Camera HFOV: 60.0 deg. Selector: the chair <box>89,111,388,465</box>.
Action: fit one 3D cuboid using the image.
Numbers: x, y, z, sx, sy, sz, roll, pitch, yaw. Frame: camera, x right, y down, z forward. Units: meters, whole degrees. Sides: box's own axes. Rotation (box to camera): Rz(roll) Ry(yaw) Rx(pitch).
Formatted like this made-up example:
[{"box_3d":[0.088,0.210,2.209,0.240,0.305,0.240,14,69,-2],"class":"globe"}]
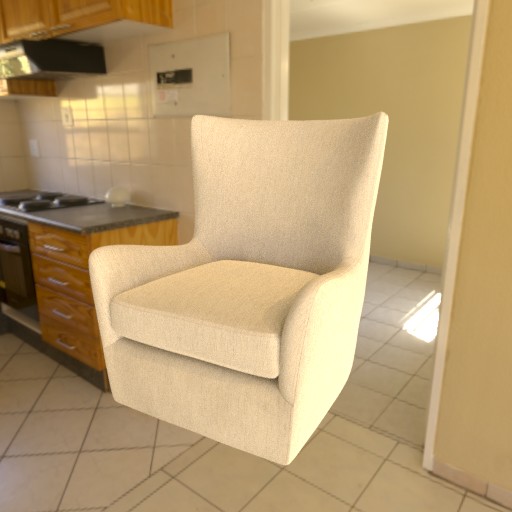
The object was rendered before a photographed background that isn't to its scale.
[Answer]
[{"box_3d":[0.000,0.000,1.609,0.779,1.000,0.904,8,18,27],"class":"chair"}]
